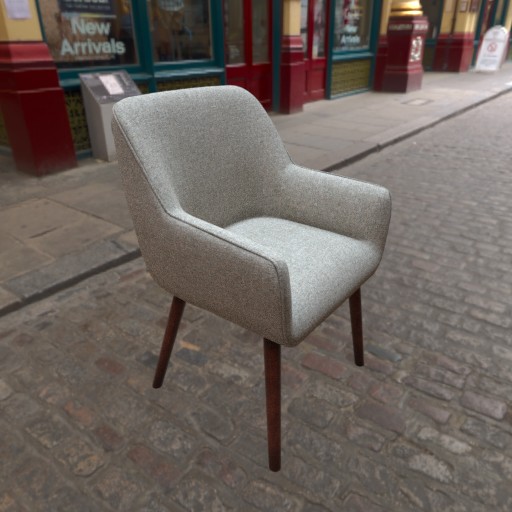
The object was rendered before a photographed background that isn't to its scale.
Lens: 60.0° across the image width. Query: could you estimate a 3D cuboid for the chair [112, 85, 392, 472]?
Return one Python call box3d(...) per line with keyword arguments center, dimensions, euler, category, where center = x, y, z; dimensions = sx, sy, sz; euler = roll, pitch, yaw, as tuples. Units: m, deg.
box3d(center=(0.000, 0.000, 1.175), dimensions=(0.519, 0.803, 0.543), euler=(18, 32, 33), category="chair")
